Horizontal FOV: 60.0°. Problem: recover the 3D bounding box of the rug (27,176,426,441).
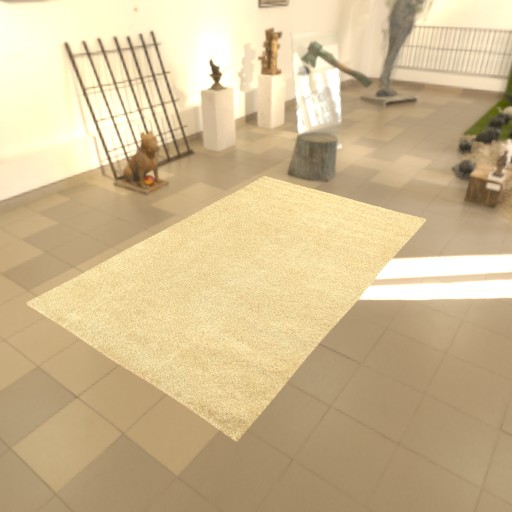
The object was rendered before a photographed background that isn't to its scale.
[{"bbox_3d":[0.000,0.000,2.938,1.500,0.025,2.346,21,37,30],"label":"rug"}]
